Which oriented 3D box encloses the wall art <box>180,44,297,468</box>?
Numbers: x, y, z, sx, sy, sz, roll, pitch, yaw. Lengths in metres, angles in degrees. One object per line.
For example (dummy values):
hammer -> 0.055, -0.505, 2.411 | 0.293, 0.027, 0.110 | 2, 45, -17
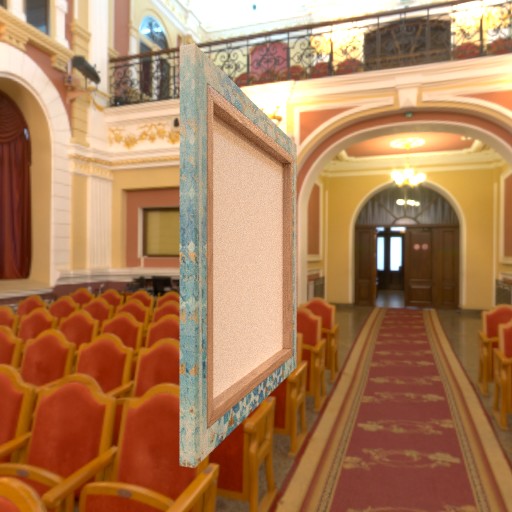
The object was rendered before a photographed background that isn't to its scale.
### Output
wall art -> 0.000, 0.000, 1.393 | 0.040, 0.916, 0.916 | 0, 0, 19
